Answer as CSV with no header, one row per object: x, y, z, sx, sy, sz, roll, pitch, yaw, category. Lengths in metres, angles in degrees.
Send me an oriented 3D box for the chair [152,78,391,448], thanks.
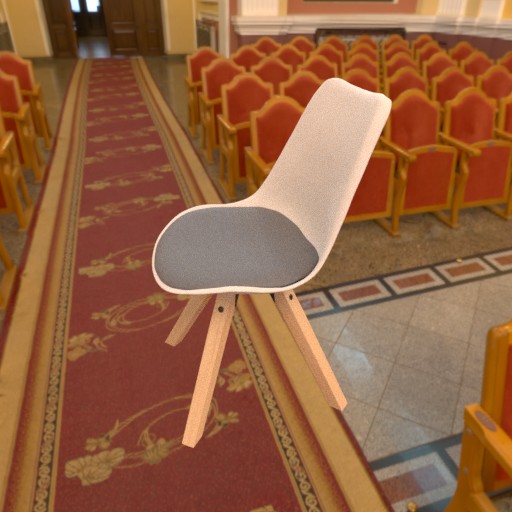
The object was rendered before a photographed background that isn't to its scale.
0.000,0.000,1.199,0.550,0.850,0.485,-8,32,-14,chair
